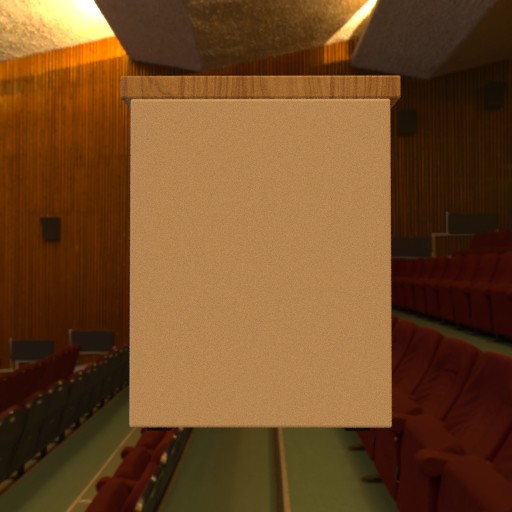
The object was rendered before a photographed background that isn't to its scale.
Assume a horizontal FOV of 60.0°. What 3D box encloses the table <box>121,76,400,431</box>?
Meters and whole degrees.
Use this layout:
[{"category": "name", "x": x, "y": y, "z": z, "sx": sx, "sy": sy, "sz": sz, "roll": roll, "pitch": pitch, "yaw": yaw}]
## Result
[{"category": "table", "x": 0.000, "y": 0.000, "z": 0.795, "sx": 0.360, "sy": 0.440, "sz": 0.500, "roll": 0, "pitch": -1, "yaw": 0}]
